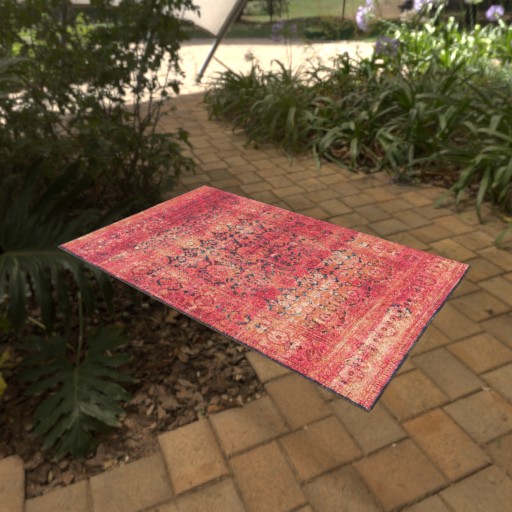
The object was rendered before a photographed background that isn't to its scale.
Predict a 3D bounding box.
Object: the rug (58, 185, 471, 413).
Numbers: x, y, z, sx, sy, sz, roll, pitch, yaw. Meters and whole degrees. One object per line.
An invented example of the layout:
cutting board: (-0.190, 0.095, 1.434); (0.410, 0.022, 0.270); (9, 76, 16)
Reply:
rug: (0.000, 0.000, 3.081); (2.449, 0.018, 1.539); (21, 36, 32)
